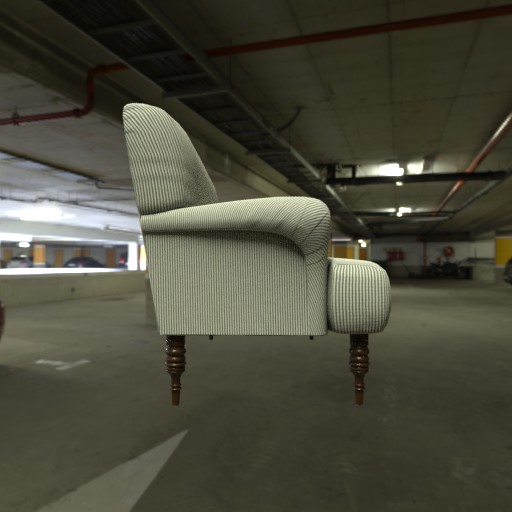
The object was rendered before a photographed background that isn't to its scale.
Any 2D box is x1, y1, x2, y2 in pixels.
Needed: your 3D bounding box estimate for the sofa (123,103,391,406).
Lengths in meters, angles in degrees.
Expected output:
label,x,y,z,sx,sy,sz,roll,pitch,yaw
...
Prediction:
label,x,y,z,sx,sy,sz,roll,pitch,yaw
sofa,0.000,0.000,1.844,0.779,0.889,1.297,0,-1,0
